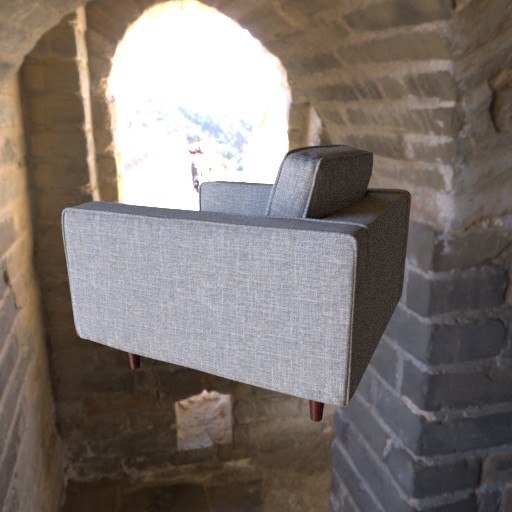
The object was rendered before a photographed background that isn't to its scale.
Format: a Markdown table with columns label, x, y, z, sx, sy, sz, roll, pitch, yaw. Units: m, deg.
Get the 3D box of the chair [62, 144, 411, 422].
| label | x | y | z | sx | sy | sz | roll | pitch | yaw |
| --- | --- | --- | --- | --- | --- | --- | --- | --- | --- |
| chair | 0.000 | 0.000 | 1.563 | 0.914 | 0.765 | 0.889 | 7 | 17 | 25 |
